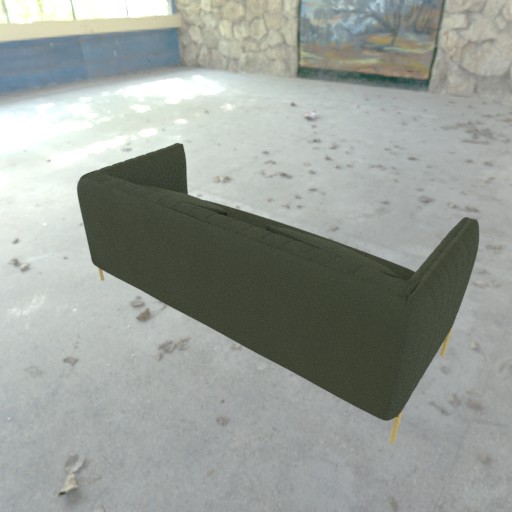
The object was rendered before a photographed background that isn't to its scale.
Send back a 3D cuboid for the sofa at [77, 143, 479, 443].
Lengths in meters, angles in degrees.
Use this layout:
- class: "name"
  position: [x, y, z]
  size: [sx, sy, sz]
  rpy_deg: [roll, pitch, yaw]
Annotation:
- class: "sofa"
  position: [0.000, 0.000, 2.556]
  size: [2.137, 0.793, 0.896]
  rpy_deg: [22, 37, 31]
